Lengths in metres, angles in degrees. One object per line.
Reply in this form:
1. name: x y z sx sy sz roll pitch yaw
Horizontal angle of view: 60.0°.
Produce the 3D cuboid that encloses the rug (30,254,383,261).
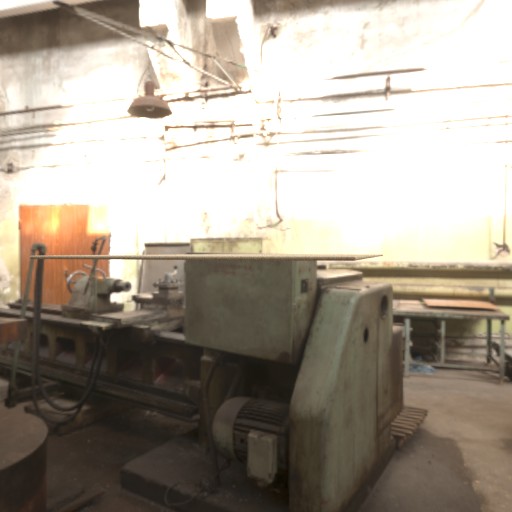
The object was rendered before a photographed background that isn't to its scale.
1. rug: 0.000 0.000 2.375 1.238 0.014 1.848 0 0 18
